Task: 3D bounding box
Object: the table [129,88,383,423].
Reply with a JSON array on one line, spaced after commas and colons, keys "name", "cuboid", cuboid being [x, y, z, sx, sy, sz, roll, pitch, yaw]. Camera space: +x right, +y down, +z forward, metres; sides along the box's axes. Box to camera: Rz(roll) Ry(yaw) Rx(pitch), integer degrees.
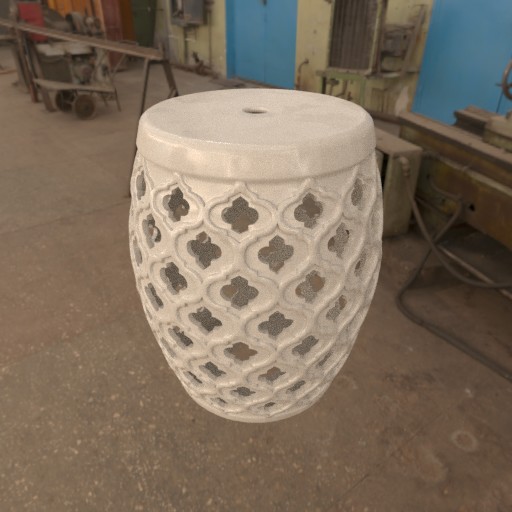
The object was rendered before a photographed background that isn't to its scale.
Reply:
[{"name": "table", "cuboid": [0.000, 0.000, 0.604, 0.325, 0.388, 0.325, 0, 32, 0]}]
